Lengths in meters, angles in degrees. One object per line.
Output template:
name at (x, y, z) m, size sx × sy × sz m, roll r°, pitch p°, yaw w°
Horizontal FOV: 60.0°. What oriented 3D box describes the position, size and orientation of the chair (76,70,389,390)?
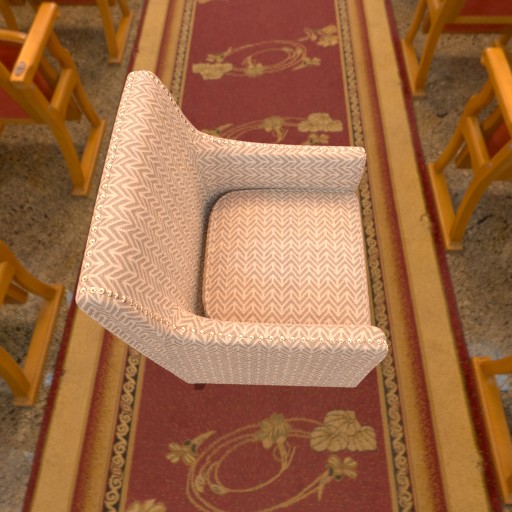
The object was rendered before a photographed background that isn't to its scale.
chair at (0.000, 0.000, 1.277) m, size 0.651 × 0.816 × 0.623 m, roll 1°, pitch 62°, yaw 1°
